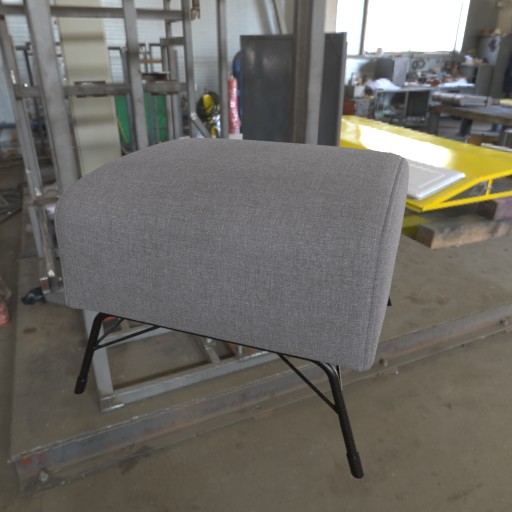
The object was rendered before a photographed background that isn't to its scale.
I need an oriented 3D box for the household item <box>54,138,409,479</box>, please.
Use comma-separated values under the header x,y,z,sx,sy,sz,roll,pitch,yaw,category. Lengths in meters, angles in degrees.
x,y,z,sx,sy,sz,roll,pitch,yaw,category
0.000,0.000,0.873,0.530,0.410,0.530,9,27,18,household item
